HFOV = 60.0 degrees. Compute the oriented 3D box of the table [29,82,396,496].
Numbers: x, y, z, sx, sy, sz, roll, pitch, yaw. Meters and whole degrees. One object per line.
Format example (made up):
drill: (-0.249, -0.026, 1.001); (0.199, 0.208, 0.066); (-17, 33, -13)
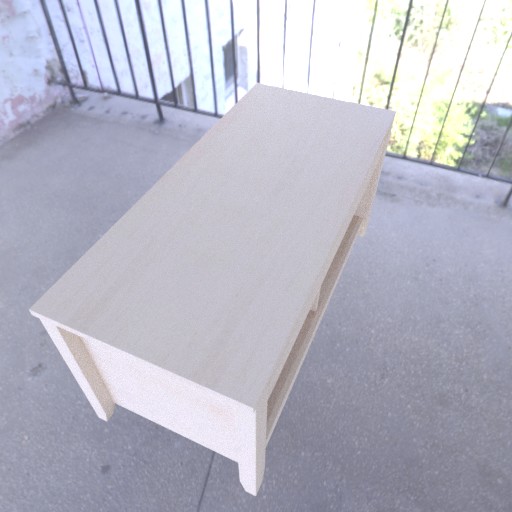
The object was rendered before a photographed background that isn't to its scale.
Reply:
table: (0.000, 0.000, 1.244); (0.457, 0.483, 1.016); (18, 49, 17)
